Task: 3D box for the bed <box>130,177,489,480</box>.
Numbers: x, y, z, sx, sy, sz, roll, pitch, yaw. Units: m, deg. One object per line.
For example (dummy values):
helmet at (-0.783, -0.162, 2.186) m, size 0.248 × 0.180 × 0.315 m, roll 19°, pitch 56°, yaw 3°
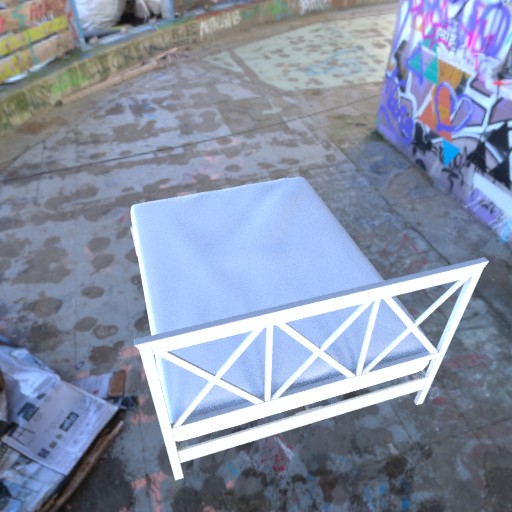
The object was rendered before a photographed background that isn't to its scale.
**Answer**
bed at (0.000, 0.000, 3.114) m, size 1.673 × 1.253 × 2.135 m, roll -12°, pitch 42°, yaw -13°
